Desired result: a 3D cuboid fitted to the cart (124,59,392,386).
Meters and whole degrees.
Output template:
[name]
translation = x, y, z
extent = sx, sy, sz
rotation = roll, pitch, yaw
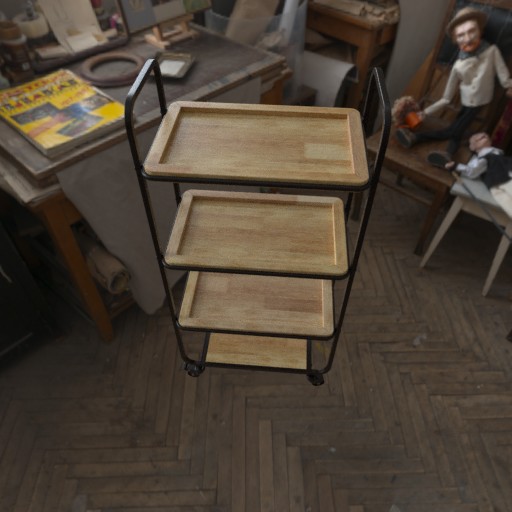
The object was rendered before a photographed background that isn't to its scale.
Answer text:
[cart]
translation = 0.000, 0.000, 1.326
extent = 0.545, 1.080, 0.321
rotation = 4, 47, 3
